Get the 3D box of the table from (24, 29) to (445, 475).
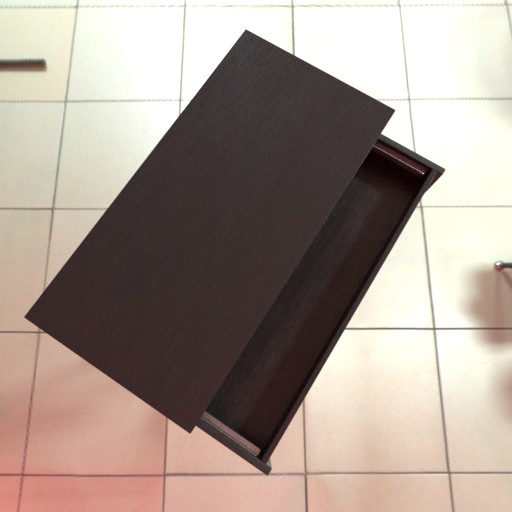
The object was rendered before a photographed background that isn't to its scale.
[{"bbox_3d":[0.000,0.000,1.419,0.712,0.570,1.000,32,78,8],"label":"table"}]
